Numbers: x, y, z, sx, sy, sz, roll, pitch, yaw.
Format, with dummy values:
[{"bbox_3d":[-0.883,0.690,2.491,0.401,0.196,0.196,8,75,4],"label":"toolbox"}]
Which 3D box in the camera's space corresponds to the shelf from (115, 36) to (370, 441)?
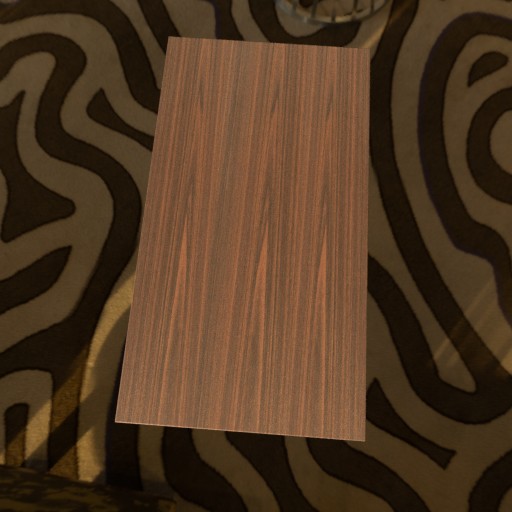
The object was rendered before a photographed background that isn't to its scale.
[{"bbox_3d":[0.000,0.000,1.349,0.498,0.750,0.902,4,76,1],"label":"shelf"}]
